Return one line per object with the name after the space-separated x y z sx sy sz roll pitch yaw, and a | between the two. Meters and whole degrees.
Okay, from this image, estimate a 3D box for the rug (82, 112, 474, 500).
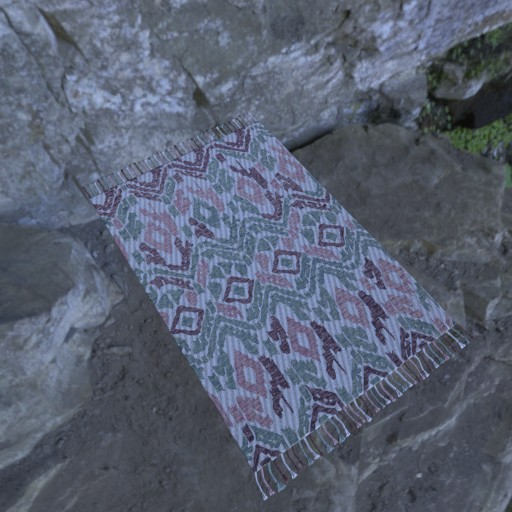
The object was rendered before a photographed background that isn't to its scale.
0.000 0.000 2.949 1.524 0.011 2.438 -30 63 -17 | rug
